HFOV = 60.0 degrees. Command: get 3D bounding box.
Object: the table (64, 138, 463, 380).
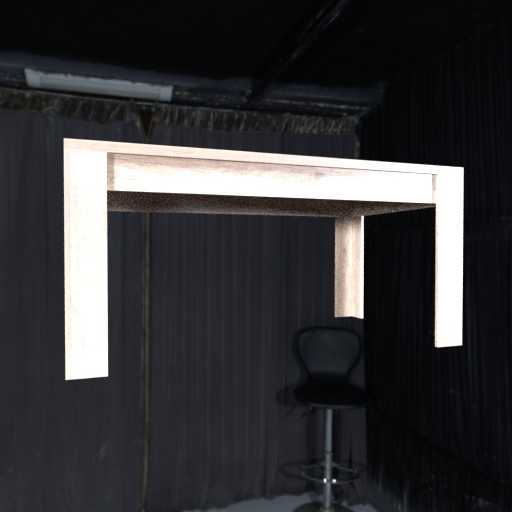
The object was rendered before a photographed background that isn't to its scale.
[{"bbox_3d":[0.000,0.000,2.103,1.600,0.775,0.900,0,1,-19],"label":"table"}]
